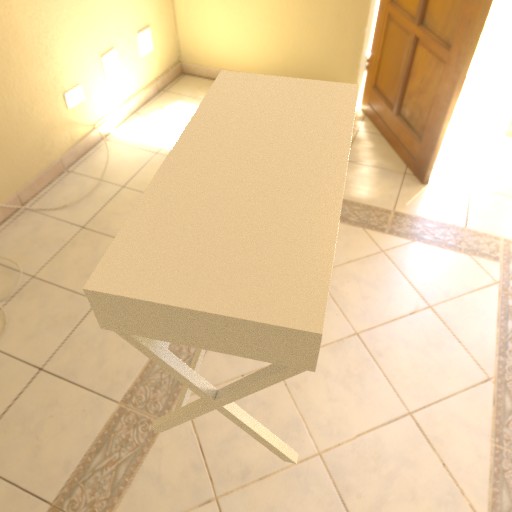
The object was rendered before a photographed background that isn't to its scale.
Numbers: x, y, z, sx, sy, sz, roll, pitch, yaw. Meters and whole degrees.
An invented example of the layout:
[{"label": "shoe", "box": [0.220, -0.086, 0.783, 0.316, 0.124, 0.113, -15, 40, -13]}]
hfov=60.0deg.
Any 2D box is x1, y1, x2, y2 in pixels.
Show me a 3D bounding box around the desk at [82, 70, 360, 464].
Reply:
[{"label": "desk", "box": [0.000, 0.000, 1.526, 0.509, 0.780, 1.059, 10, 48, 9]}]
